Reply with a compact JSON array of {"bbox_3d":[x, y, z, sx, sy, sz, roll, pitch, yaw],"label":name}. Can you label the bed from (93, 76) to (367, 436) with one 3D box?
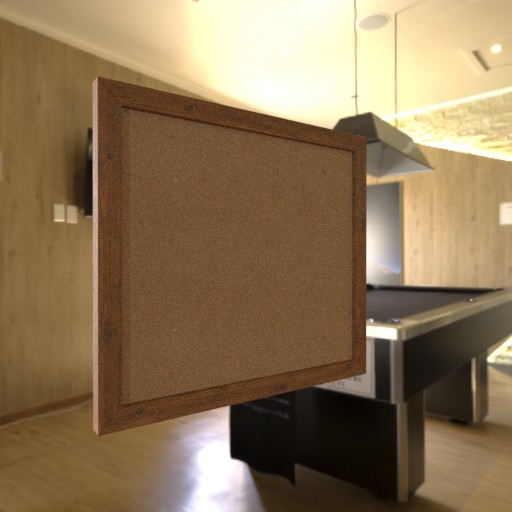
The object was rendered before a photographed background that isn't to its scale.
[{"bbox_3d":[0.000,0.000,1.480,1.046,0.942,0.046,0,0,-35],"label":"bed"}]
